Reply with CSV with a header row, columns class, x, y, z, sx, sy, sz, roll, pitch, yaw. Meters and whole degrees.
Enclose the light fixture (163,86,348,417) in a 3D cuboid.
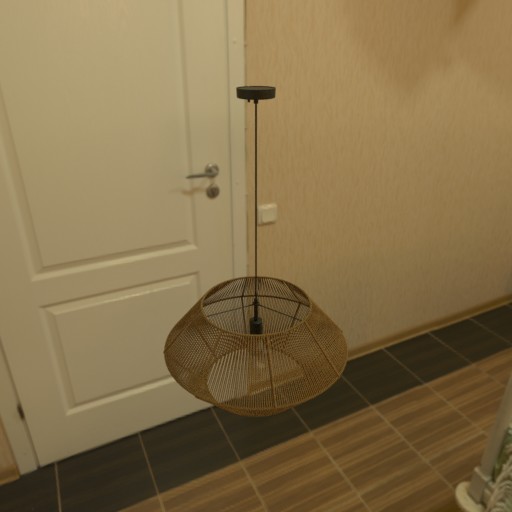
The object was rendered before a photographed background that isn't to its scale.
class,x,y,z,sx,sy,sz,roll,pitch,yaw
light fixture,0.000,0.000,1.415,0.643,1.009,0.643,0,26,0
